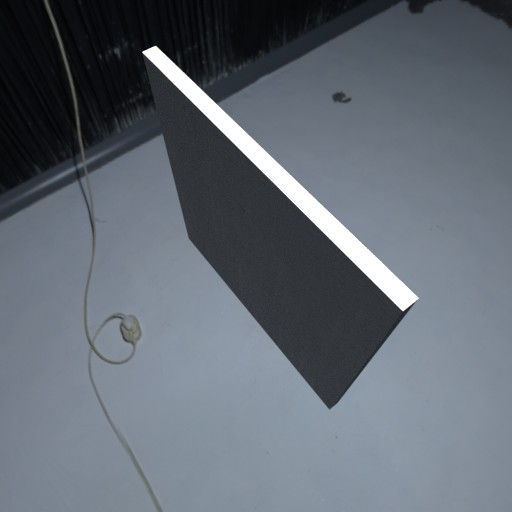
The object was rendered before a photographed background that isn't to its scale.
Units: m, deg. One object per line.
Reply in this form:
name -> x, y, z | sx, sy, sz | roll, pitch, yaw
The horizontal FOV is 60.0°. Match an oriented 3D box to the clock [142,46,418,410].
clock -> 0.000, 0.000, 1.061 | 0.032, 0.705, 0.705 | -34, 66, -18
